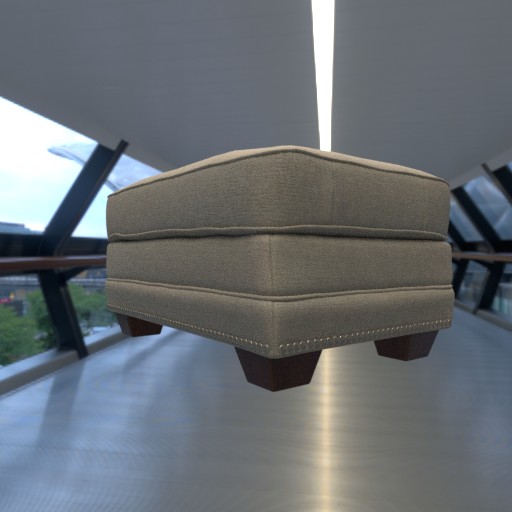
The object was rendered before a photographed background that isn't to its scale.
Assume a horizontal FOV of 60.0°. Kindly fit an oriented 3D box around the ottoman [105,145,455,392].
[{"bbox_3d":[0.000,0.000,1.155,0.559,0.458,0.813,0,0,-37],"label":"ottoman"}]
